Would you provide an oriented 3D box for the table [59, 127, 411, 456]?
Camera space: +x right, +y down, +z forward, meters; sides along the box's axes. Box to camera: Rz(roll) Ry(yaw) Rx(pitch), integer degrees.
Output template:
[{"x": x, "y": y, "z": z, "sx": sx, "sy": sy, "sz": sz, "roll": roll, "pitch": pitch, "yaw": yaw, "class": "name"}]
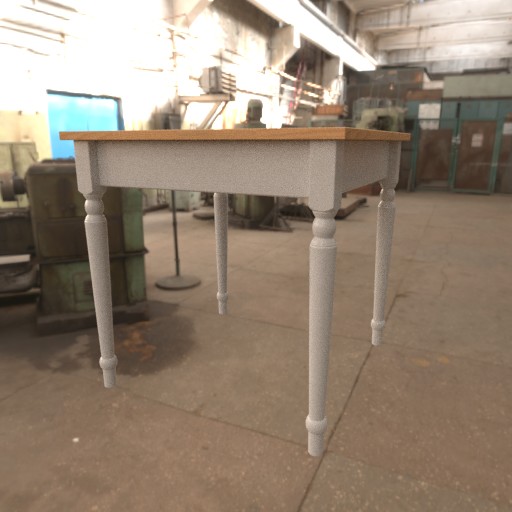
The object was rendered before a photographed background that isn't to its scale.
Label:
[{"x": 0.000, "y": 0.000, "z": 1.376, "sx": 0.747, "sy": 0.738, "sz": 0.747, "roll": 7, "pitch": 16, "yaw": 26, "class": "table"}]
